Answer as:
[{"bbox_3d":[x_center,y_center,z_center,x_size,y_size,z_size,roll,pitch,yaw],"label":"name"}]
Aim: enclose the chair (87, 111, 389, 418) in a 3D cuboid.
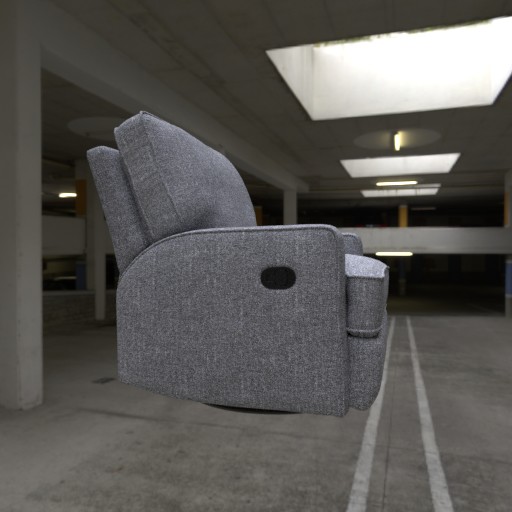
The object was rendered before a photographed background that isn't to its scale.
[{"bbox_3d":[0.000,0.000,1.691,0.964,0.962,0.861,0,1,18],"label":"chair"}]
